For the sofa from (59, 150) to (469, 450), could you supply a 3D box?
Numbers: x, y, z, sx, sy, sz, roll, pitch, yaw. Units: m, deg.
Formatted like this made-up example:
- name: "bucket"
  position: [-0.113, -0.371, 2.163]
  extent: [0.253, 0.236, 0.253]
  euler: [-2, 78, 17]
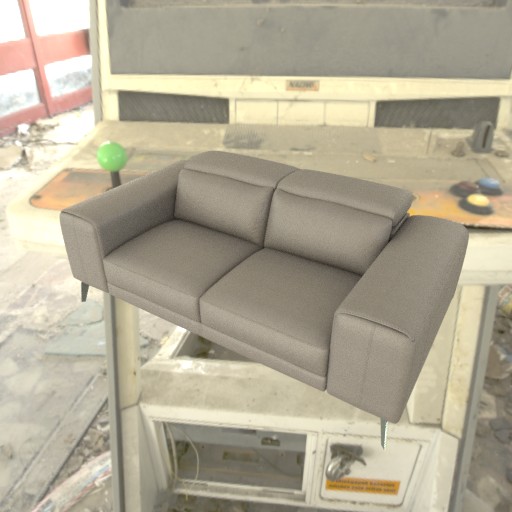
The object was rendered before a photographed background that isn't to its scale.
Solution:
- name: "sofa"
  position: [0.000, 0.000, 2.402]
  extent: [1.930, 0.753, 1.024]
  euler: [18, 35, 27]
